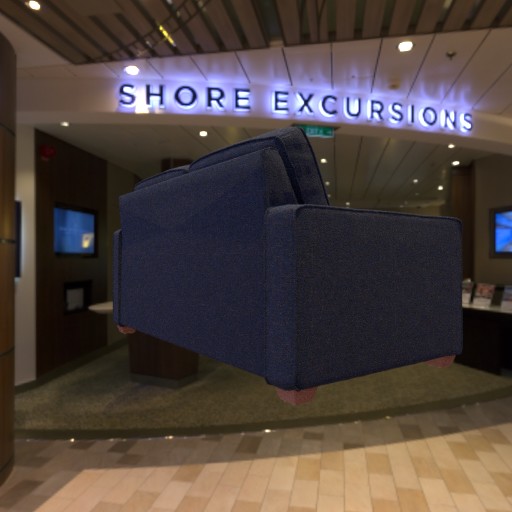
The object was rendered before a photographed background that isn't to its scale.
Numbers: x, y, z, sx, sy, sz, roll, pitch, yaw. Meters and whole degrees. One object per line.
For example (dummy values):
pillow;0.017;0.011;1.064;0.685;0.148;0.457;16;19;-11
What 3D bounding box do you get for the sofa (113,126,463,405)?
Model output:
sofa;0.000;0.000;2.255;0.947;0.918;1.709;0;0;-36
